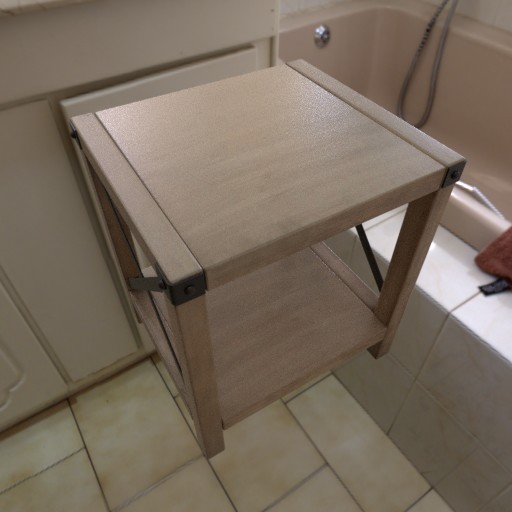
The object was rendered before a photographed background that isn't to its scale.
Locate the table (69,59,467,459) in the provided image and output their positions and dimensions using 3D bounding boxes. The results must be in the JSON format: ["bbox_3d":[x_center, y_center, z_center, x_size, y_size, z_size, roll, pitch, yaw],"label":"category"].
[{"bbox_3d":[0.000,0.000,0.925,0.510,0.561,0.459,-23,50,-21],"label":"table"}]
